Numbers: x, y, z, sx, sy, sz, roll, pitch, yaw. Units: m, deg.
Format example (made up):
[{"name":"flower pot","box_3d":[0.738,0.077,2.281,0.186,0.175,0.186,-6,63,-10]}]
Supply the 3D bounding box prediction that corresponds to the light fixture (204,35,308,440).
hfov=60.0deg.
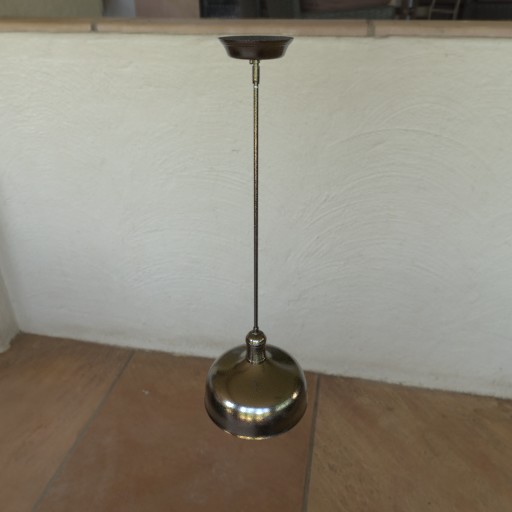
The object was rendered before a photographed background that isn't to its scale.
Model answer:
[{"name":"light fixture","box_3d":[0.000,0.000,1.057,0.299,0.935,0.299,7,30,13]}]
